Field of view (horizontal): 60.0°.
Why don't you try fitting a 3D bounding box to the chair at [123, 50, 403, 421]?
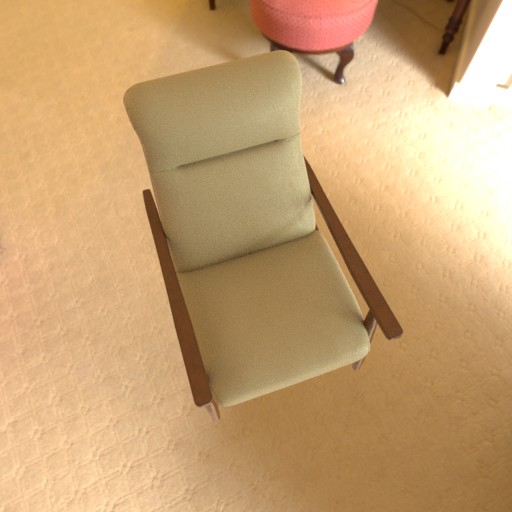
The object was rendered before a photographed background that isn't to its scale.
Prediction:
[{"bbox_3d":[0.000,0.000,1.797,0.762,1.082,1.014,-17,64,-9],"label":"chair"}]
